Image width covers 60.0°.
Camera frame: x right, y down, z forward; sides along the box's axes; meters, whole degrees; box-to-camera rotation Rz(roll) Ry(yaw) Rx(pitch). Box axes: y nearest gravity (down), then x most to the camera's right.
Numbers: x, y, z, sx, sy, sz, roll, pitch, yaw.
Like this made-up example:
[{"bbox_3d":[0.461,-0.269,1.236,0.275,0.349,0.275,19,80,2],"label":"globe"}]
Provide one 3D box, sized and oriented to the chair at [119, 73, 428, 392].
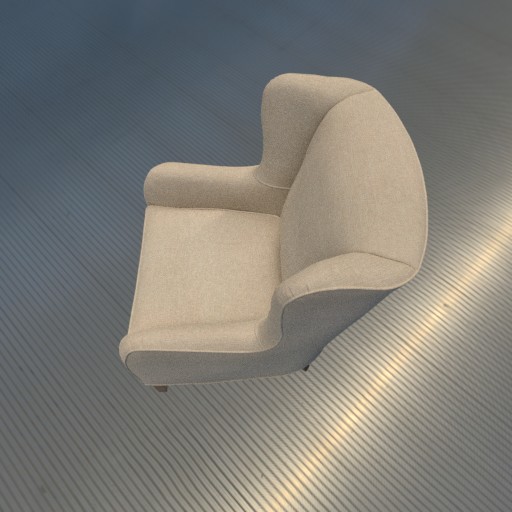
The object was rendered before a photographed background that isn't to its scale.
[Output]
[{"bbox_3d":[0.000,0.000,1.707,0.966,1.040,0.838,-1,59,0],"label":"chair"}]
